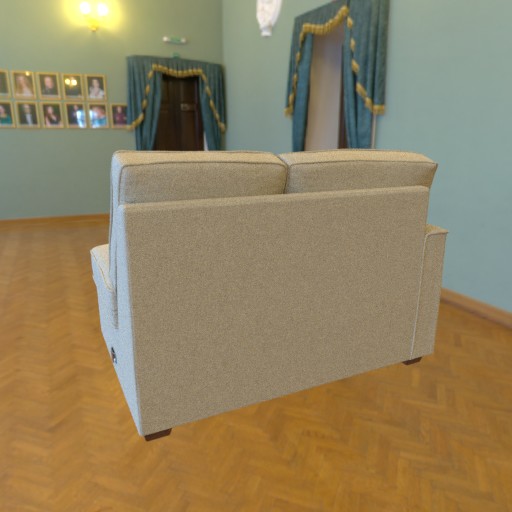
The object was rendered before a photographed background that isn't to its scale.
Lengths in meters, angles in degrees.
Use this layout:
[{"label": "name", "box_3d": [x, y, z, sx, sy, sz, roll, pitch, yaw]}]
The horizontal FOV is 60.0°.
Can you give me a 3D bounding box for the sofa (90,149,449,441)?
[{"label": "sofa", "box_3d": [0.000, 0.000, 2.064, 1.388, 0.989, 0.991, -7, 17, -25]}]
